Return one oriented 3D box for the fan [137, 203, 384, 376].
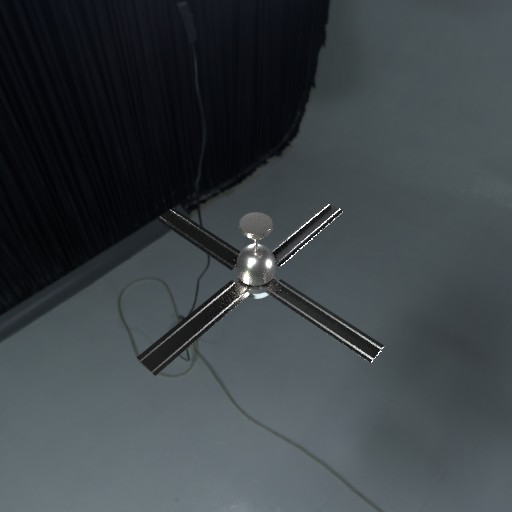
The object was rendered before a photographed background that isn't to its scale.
[{"bbox_3d":[0.000,0.000,2.051,1.346,0.406,1.346,31,53,27],"label":"fan"}]
